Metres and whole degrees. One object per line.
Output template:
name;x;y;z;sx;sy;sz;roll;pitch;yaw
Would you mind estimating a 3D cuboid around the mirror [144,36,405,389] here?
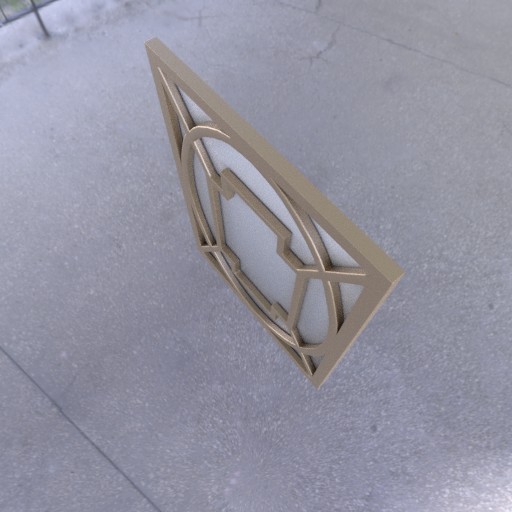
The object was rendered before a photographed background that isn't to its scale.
mirror;0.000;0.000;1.327;0.032;1.023;0.756;-36;69;-16
